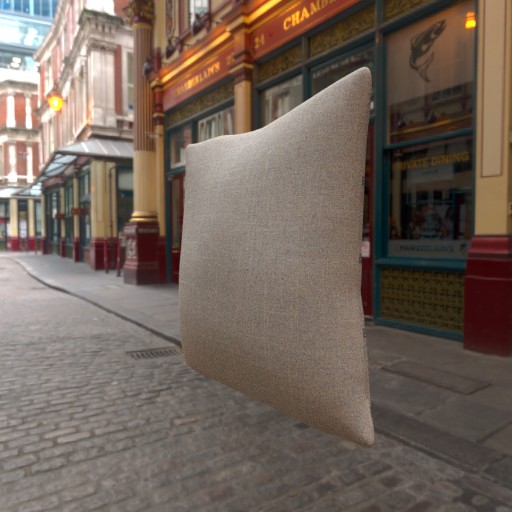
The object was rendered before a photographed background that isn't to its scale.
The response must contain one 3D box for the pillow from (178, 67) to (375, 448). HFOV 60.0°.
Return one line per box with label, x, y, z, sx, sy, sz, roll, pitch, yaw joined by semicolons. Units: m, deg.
pillow;0.000;0.000;0.863;0.192;0.558;0.578;-1;2;-36
